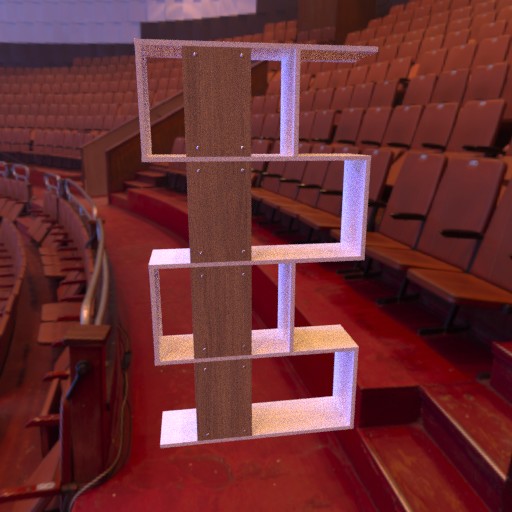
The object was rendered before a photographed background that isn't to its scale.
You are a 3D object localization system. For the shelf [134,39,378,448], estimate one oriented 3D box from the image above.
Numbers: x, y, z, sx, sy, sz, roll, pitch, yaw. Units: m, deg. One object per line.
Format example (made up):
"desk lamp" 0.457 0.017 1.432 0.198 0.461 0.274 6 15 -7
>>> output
"shelf" 0.000 0.000 1.923 0.890 1.650 0.250 -2 15 -9
